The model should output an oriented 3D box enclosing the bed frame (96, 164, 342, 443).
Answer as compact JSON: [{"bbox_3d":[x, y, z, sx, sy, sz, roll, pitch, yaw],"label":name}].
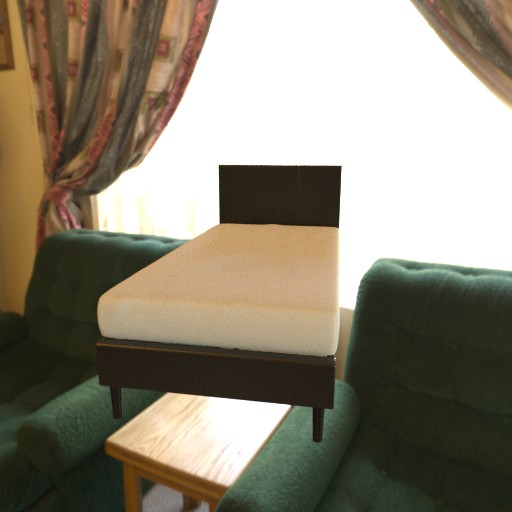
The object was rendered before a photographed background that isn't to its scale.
[{"bbox_3d":[0.000,0.000,2.616,1.038,1.046,2.152,2,14,10],"label":"bed frame"}]
